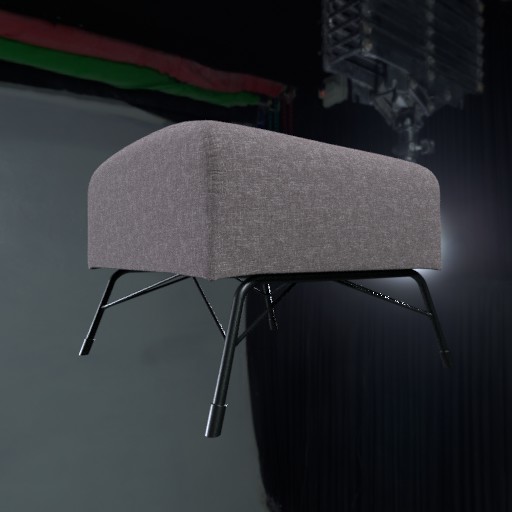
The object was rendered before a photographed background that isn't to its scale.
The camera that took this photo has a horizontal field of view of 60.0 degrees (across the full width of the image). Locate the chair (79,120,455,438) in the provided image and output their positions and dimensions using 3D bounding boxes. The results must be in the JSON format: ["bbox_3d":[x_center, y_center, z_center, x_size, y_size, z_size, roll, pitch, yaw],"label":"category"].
[{"bbox_3d":[0.000,0.000,0.870,0.530,0.410,0.530,0,0,-37],"label":"chair"}]
